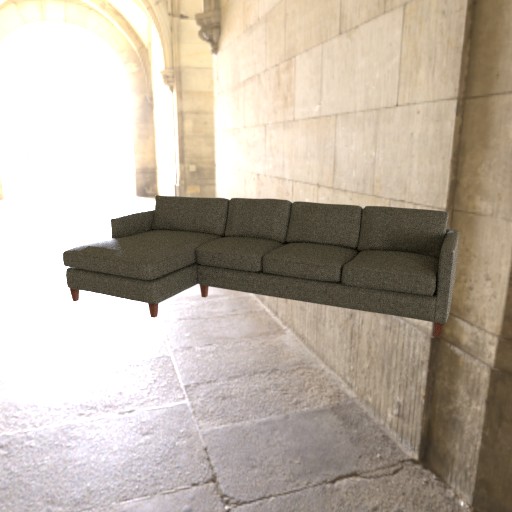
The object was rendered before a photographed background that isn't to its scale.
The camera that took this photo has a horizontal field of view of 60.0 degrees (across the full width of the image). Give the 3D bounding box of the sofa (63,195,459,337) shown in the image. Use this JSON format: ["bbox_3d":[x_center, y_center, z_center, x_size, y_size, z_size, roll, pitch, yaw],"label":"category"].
[{"bbox_3d":[0.000,0.000,4.256,3.485,0.960,1.635,7,16,25],"label":"sofa"}]
